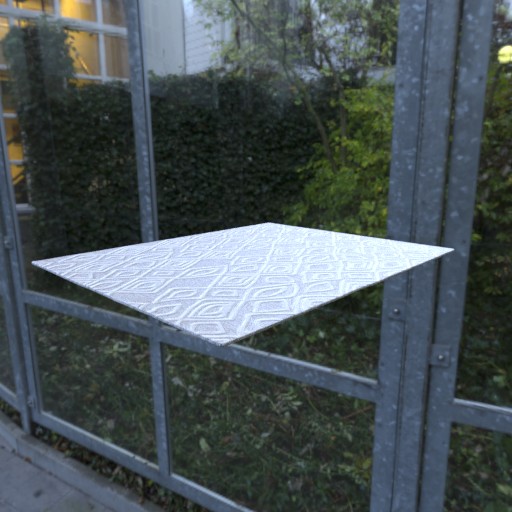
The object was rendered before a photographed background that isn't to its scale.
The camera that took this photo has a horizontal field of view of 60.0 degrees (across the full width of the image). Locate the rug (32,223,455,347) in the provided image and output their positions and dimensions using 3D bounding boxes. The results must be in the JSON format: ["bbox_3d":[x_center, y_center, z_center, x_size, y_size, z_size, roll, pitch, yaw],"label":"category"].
[{"bbox_3d":[0.000,0.000,4.047,2.449,0.025,3.049,12,18,42],"label":"rug"}]
